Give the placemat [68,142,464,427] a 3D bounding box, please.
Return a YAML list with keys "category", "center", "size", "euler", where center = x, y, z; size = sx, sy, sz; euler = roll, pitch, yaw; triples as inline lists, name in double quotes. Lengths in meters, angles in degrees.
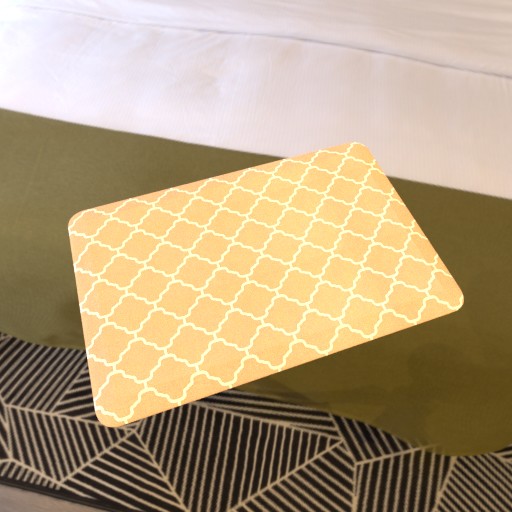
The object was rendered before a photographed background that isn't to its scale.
- category: "placemat"
  center: [0.000, 0.000, 0.968]
  size: [0.762, 0.021, 0.508]
  euler: [-16, 60, -10]
